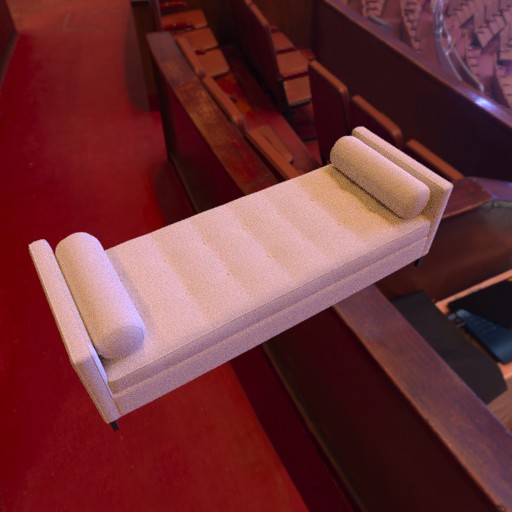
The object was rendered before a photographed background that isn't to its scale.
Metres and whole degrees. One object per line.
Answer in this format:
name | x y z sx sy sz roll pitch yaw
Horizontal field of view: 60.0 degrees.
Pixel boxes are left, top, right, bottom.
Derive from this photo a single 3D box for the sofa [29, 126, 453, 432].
sofa | 0.000 0.000 2.353 1.985 0.641 0.746 -24 50 -22
